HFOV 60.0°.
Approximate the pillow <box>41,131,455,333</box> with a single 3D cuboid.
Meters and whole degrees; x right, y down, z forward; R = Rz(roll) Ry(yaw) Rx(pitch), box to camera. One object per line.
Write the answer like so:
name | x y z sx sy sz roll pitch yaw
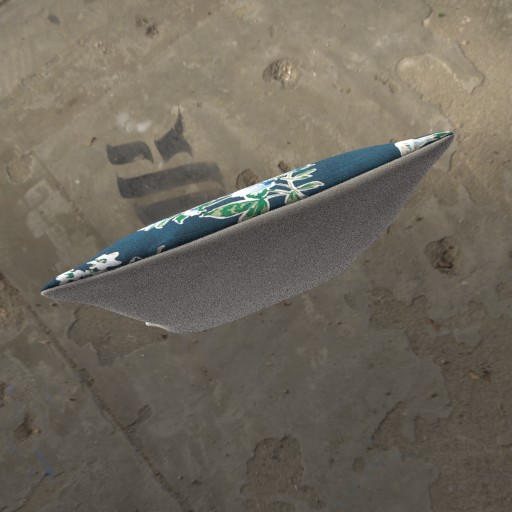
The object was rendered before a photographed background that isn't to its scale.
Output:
pillow | 0.000 0.000 0.764 0.525 0.508 0.166 -21 77 -5
